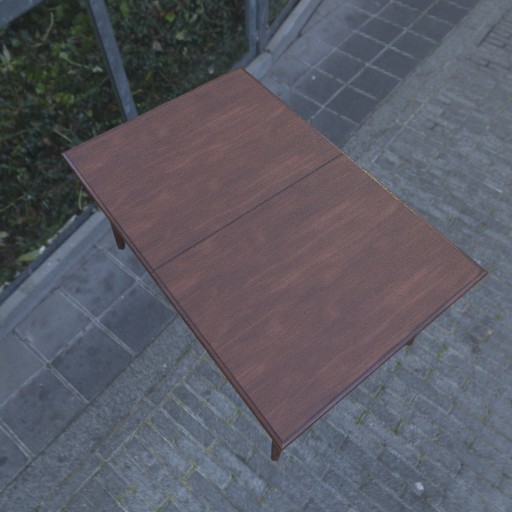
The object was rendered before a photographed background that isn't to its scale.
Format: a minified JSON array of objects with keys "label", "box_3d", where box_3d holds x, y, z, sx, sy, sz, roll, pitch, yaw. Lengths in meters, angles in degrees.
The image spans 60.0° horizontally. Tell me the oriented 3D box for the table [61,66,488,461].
[{"label":"table","box_3d":[0.000,0.000,2.109,0.990,0.761,1.524,-34,64,-19]}]
